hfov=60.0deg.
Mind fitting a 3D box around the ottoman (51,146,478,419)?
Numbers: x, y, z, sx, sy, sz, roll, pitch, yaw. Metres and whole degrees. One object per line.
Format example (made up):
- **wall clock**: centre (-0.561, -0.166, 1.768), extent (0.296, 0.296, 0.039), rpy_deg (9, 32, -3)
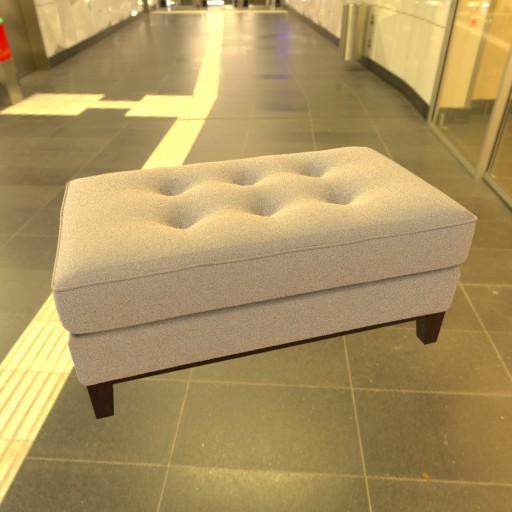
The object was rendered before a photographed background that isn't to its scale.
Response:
- **ottoman**: centre (0.000, 0.000, 1.458), extent (1.143, 0.508, 0.648), rpy_deg (-9, 34, -13)
